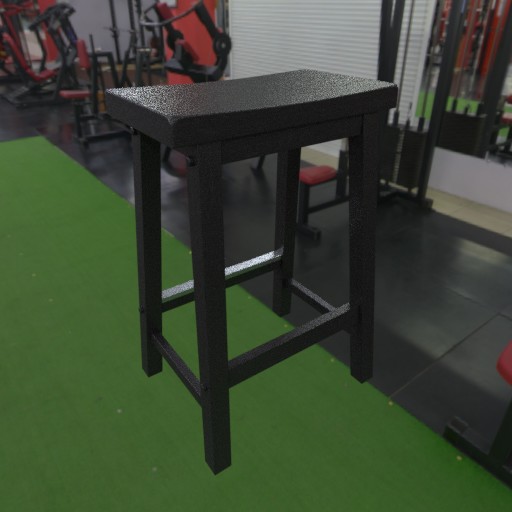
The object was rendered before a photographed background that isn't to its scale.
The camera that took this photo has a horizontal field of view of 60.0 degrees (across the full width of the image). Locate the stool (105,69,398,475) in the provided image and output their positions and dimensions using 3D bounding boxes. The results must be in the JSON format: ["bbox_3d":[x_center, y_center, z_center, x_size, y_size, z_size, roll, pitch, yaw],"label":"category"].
[{"bbox_3d":[0.000,0.000,0.843,0.406,0.610,0.322,-19,35,-30],"label":"stool"}]
